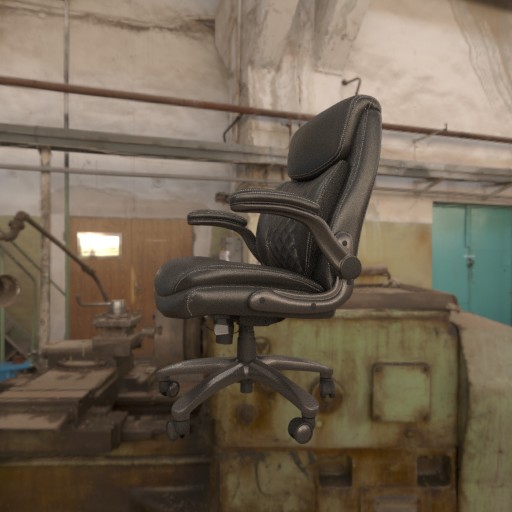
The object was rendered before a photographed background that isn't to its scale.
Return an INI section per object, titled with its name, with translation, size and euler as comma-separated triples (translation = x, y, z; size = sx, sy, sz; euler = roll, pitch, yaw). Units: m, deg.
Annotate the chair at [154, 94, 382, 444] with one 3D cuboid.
[chair]
translation = 0.000, 0.000, 1.622
size = 0.724, 1.110, 0.782
euler = 0, 1, -18
